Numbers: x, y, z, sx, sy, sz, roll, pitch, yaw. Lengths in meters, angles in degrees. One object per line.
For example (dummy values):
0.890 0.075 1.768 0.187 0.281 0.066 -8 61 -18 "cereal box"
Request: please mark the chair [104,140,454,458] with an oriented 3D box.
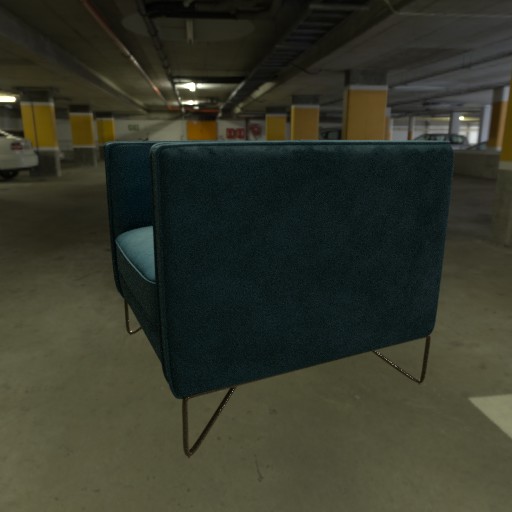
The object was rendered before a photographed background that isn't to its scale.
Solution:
0.000 0.000 1.560 0.894 0.790 0.880 -7 16 -25 "chair"
